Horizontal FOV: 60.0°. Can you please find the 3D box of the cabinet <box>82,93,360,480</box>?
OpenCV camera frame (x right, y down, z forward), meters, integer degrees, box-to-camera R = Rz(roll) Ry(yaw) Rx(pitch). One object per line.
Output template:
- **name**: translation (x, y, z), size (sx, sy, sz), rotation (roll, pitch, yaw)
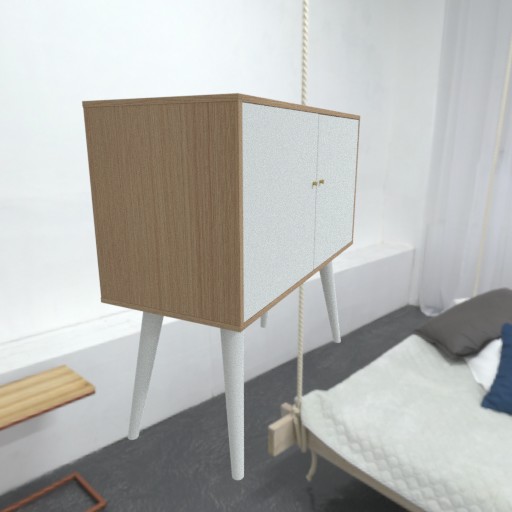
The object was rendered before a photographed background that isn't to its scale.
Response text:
- **cabinet**: translation (0.000, 0.000, 1.622), size (0.470, 1.016, 1.057), rotation (7, 16, 26)
